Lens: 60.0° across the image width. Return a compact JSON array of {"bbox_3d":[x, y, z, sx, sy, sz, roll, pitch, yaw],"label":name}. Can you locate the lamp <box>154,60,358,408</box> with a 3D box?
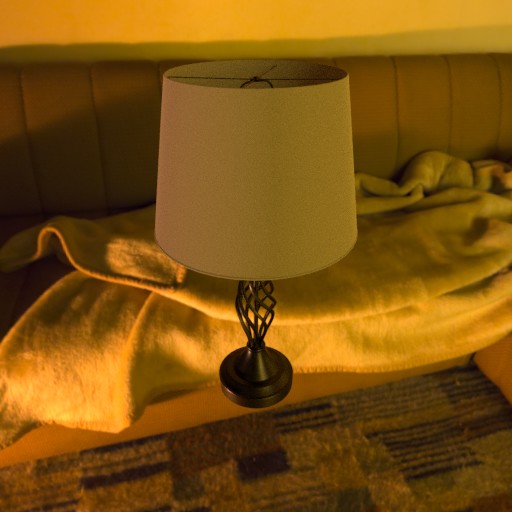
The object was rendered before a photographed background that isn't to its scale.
[{"bbox_3d":[0.000,0.000,0.765,0.331,0.594,0.331,0,31,0],"label":"lamp"}]
